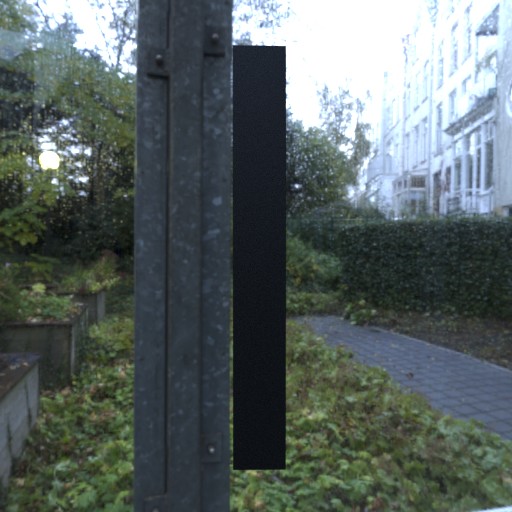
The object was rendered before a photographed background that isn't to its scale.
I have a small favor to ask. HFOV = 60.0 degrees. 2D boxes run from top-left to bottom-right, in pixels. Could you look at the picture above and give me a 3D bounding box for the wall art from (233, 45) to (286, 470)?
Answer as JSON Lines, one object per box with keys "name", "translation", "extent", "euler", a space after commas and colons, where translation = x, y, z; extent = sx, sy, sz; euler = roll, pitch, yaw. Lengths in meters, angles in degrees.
{"name": "wall art", "translation": [0.000, 0.000, 0.469], "extent": [0.038, 0.304, 0.305], "euler": [0, 1, -1]}
